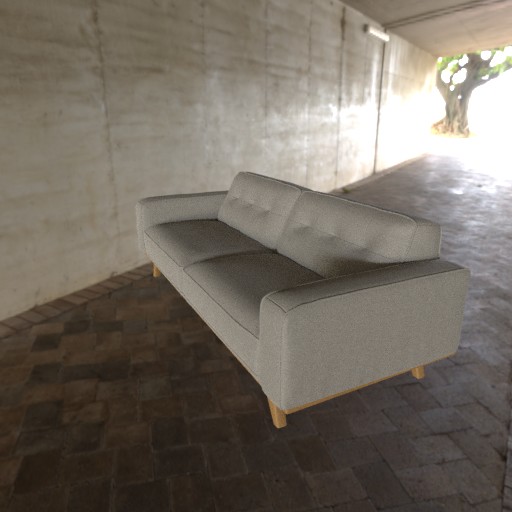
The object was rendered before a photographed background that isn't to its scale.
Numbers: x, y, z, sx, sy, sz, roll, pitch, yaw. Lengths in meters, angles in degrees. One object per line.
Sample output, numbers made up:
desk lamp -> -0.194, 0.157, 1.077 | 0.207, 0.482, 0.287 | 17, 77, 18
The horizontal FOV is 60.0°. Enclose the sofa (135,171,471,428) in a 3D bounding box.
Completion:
sofa -> 0.000, 0.000, 2.674 | 0.956, 0.781, 2.270 | -9, 20, -25
